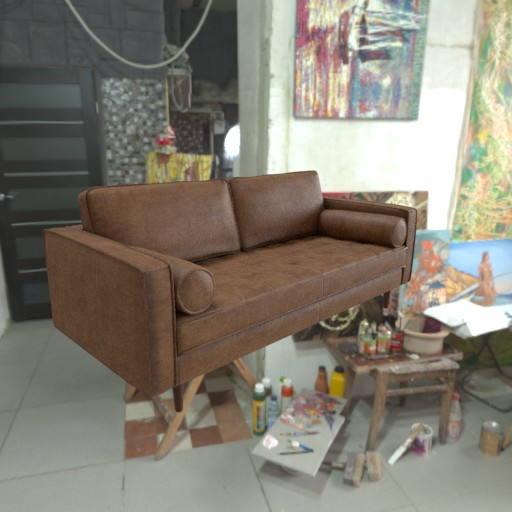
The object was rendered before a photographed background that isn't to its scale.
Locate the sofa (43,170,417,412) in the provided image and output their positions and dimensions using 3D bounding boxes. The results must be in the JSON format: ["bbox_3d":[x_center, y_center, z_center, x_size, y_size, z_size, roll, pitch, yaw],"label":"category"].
[{"bbox_3d":[0.000,0.000,2.416,1.920,0.825,0.924,-14,20,-43],"label":"sofa"}]
